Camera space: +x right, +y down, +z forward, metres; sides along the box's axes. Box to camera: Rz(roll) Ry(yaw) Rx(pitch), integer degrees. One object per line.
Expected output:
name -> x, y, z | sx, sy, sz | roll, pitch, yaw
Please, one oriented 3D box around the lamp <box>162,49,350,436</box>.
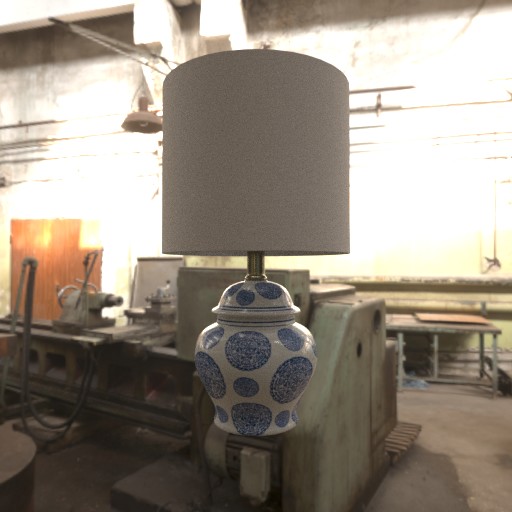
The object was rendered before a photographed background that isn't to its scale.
lamp -> 0.000, 0.000, 0.515 | 0.215, 0.381, 0.215 | 0, -1, 17
